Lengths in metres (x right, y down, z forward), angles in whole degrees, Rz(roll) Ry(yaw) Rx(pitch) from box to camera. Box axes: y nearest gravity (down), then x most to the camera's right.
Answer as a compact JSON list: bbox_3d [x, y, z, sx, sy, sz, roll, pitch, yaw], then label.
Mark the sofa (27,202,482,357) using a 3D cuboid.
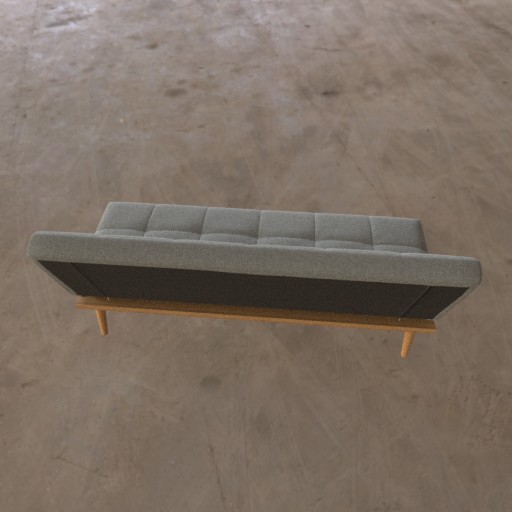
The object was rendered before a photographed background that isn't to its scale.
[{"bbox_3d":[0.000,0.000,2.250,1.820,0.800,0.800,4,48,3],"label":"sofa"}]
